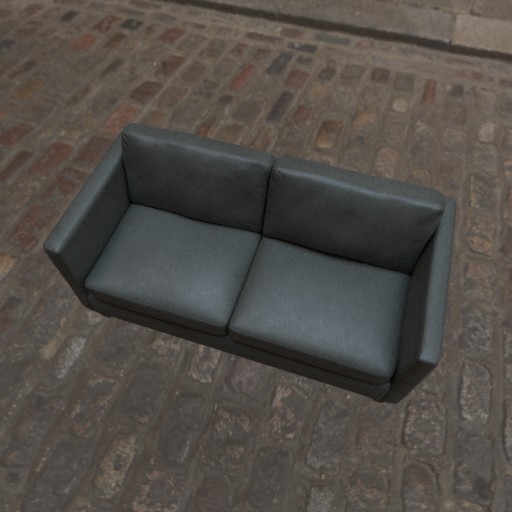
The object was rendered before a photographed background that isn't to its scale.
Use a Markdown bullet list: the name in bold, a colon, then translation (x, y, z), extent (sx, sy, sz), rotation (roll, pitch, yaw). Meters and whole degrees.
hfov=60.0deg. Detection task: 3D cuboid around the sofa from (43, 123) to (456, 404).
- **sofa**: translation (0.000, 0.000, 2.421), extent (1.883, 0.933, 0.951), rotation (15, 59, 9)
